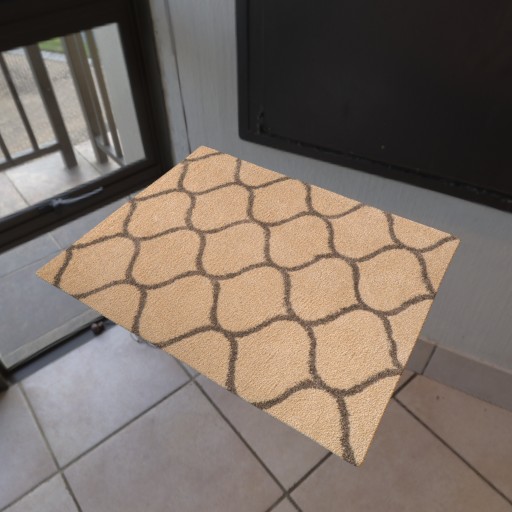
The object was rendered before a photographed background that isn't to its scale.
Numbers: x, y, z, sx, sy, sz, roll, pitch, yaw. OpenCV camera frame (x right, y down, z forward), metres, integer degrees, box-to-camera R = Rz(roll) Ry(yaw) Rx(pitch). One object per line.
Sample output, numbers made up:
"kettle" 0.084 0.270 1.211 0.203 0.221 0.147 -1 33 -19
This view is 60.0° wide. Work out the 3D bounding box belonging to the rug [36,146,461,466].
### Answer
"rug" 0.000 0.000 3.959 3.000 0.026 2.399 24 51 22
